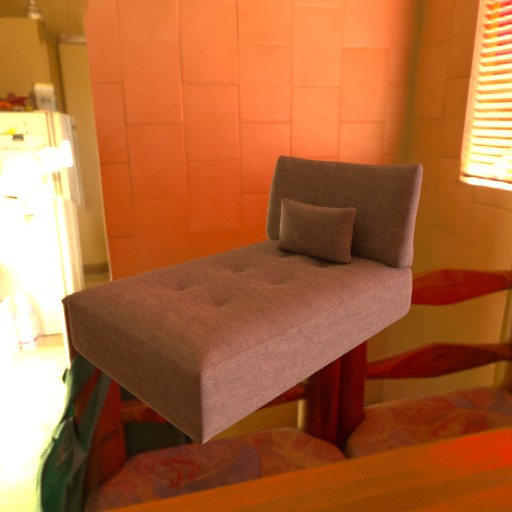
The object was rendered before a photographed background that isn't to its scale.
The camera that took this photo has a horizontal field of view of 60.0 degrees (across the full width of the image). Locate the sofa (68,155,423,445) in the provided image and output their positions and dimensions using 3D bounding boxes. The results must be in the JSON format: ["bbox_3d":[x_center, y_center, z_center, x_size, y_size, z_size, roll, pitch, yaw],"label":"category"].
[{"bbox_3d":[0.000,0.000,2.055,0.930,0.820,1.450,15,22,42],"label":"sofa"}]
